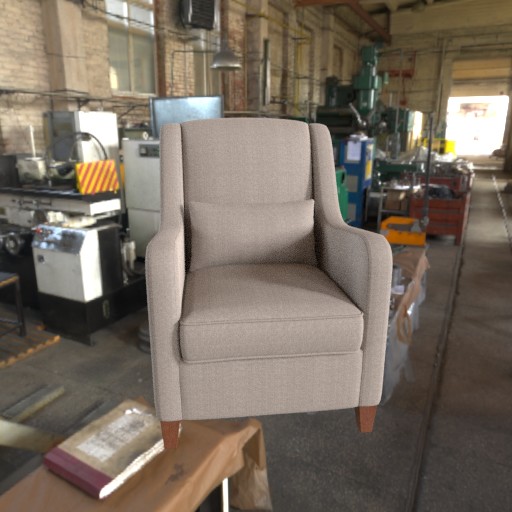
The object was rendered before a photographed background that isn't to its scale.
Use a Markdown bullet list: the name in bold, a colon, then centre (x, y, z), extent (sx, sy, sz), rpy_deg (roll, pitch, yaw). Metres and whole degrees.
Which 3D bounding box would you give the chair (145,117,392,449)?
- **chair**: centre (0.000, 0.000, 1.664), extent (0.715, 1.017, 0.890), rpy_deg (-2, 16, -7)
